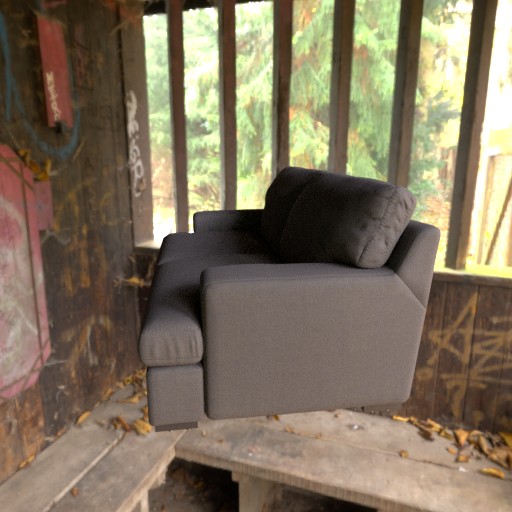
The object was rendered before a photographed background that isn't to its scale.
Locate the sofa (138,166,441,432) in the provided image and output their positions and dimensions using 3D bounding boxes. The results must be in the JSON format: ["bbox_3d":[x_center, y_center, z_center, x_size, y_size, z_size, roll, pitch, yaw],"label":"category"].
[{"bbox_3d":[0.000,0.000,2.498,1.143,0.940,1.880,-2,14,-9],"label":"sofa"}]
